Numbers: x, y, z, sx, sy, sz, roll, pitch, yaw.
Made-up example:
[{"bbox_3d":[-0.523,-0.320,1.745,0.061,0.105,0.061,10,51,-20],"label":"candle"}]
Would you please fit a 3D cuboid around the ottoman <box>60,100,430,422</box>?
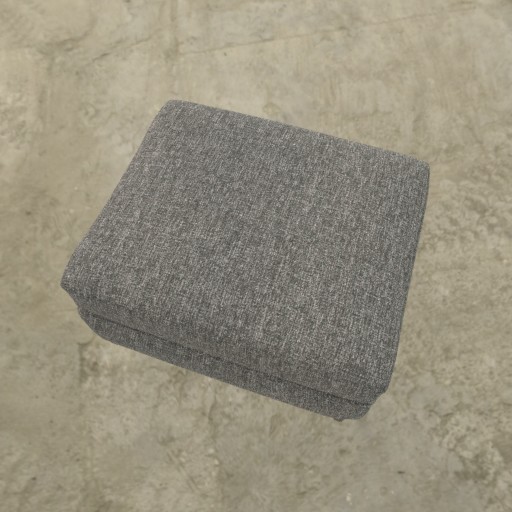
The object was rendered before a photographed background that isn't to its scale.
[{"bbox_3d":[0.000,0.000,1.243,0.828,0.480,0.683,17,63,9],"label":"ottoman"}]
